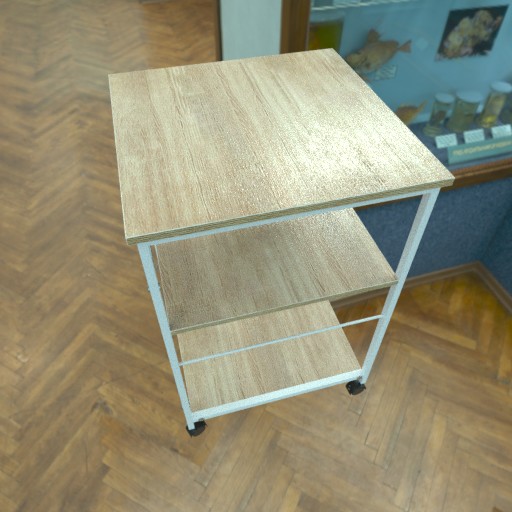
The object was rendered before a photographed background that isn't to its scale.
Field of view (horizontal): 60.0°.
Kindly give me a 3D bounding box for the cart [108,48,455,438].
[{"bbox_3d":[0.000,0.000,1.114,0.520,0.762,0.521,-11,48,-10],"label":"cart"}]
